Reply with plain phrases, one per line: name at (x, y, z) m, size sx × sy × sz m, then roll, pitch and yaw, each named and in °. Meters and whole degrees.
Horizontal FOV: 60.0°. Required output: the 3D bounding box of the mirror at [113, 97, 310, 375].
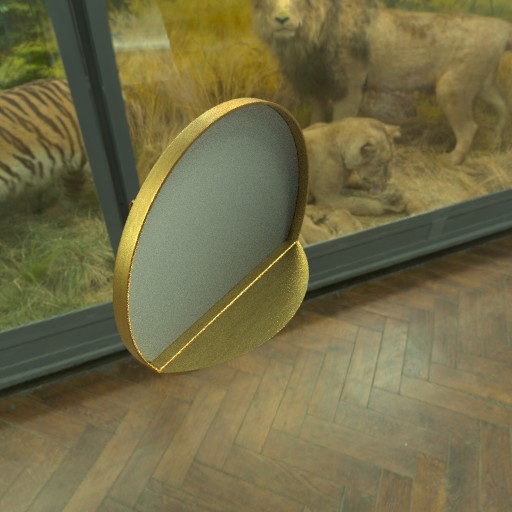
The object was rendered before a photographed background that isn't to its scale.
mirror at (0.000, 0.000, 0.703) m, size 0.133 × 0.457 × 0.457 m, roll 25°, pitch 46°, yaw 27°
